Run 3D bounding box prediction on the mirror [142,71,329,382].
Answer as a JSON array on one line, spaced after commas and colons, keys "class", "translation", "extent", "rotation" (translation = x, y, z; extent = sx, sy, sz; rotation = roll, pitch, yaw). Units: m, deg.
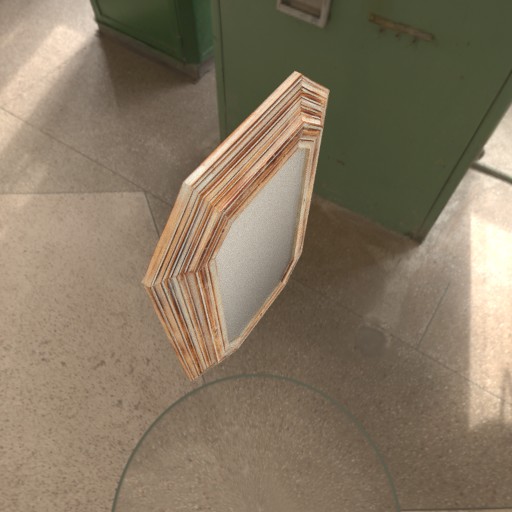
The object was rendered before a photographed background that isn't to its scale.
[{"class": "mirror", "translation": [0.000, 0.000, 1.329], "extent": [0.061, 1.015, 0.709], "rotation": [31, 64, 17]}]
